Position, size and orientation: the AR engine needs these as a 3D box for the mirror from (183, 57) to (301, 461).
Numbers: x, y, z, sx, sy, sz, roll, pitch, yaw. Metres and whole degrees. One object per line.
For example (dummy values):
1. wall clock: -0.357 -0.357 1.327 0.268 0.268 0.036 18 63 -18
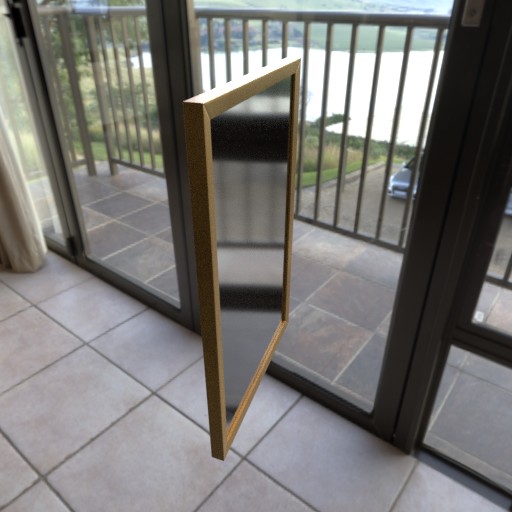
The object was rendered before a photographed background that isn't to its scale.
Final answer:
1. mirror: 0.000 0.000 1.190 0.040 0.915 0.609 10 32 17
